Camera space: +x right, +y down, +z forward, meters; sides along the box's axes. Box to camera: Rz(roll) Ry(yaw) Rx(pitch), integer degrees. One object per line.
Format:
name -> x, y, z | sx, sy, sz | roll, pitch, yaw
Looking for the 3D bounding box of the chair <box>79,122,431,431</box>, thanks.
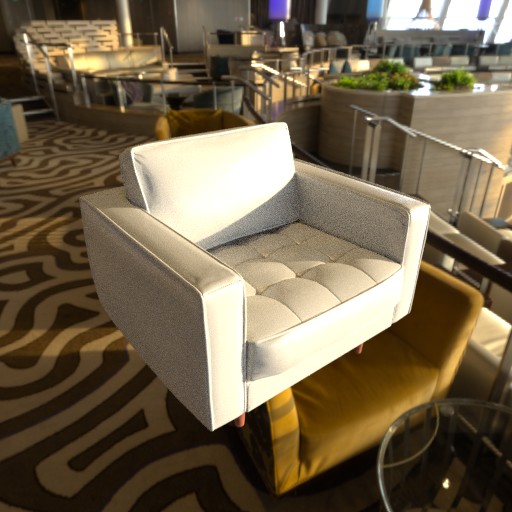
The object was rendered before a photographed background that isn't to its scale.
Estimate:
chair -> 0.000, 0.000, 1.537 | 0.928, 0.773, 0.843 | -20, 34, -33
